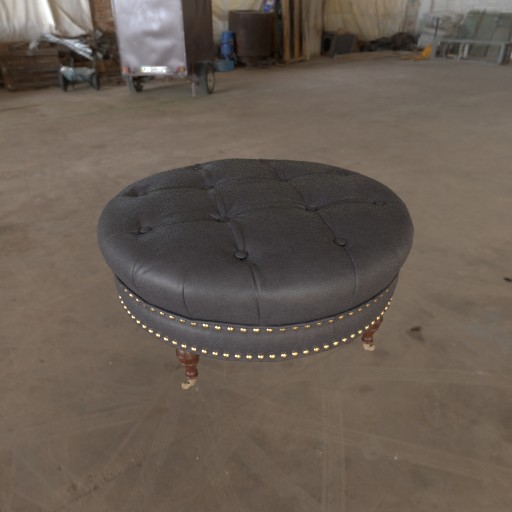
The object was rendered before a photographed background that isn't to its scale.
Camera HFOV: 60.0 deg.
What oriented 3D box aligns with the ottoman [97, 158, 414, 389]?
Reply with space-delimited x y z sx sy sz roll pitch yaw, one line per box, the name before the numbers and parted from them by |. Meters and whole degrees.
ottoman | 0.000 0.000 1.386 0.901 0.439 0.901 0 30 0
